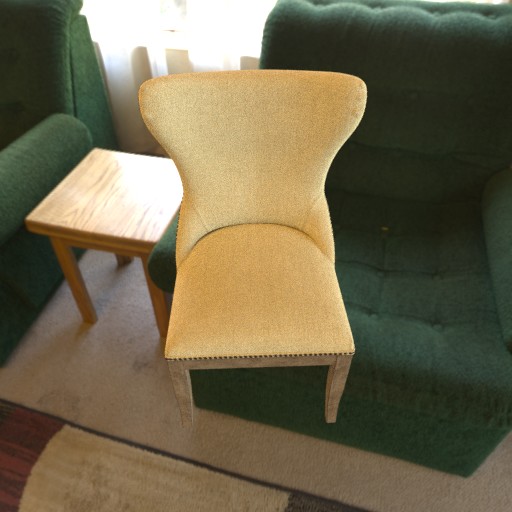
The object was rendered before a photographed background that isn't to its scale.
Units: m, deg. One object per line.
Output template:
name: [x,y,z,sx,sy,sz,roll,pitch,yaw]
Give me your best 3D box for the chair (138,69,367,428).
chair: [0.000,0.000,1.445,0.654,1.002,0.681,-2,44,-2]
